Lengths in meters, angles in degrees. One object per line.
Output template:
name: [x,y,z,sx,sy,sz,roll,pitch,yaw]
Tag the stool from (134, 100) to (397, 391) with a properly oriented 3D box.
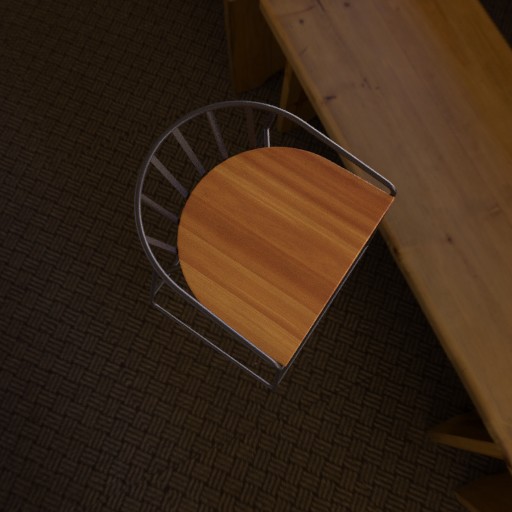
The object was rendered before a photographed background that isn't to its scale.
stool: [0.000,0.000,1.185,0.521,0.812,0.546,34,79,8]
